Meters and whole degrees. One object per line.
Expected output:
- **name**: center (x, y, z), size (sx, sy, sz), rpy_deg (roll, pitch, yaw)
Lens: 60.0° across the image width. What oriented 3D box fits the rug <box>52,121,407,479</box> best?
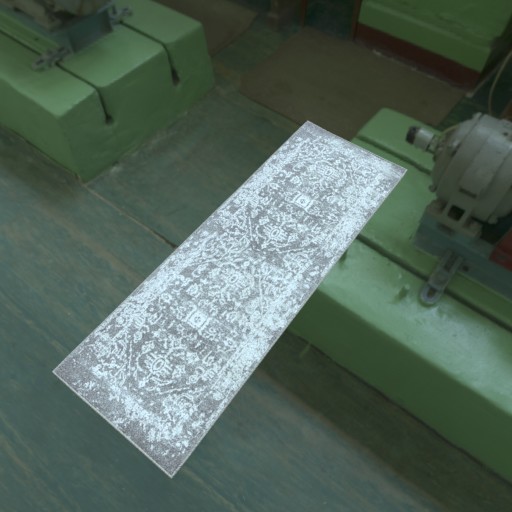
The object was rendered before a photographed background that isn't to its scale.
- **rug**: center (0.000, 0.000, 2.722), size (0.855, 0.017, 2.452), rpy_deg (32, 62, 19)
